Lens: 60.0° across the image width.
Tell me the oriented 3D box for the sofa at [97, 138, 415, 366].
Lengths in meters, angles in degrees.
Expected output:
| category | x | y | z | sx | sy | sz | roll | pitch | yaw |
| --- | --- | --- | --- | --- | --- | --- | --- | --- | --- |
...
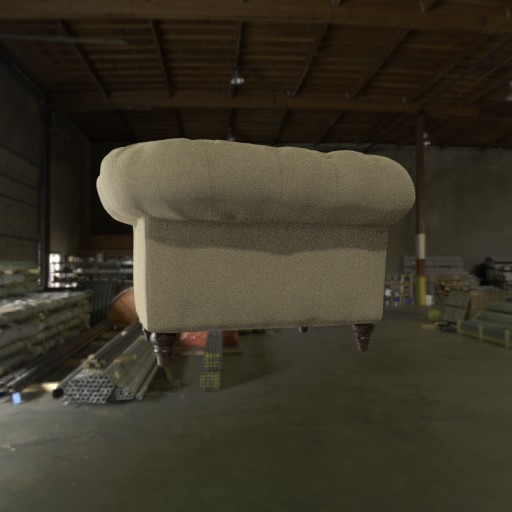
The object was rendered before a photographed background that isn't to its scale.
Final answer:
| category | x | y | z | sx | sy | sz | roll | pitch | yaw |
| --- | --- | --- | --- | --- | --- | --- | --- | --- | --- |
| sofa | 0.000 | 0.000 | 2.068 | 1.405 | 0.878 | 1.034 | 0 | -1 | -19 |
